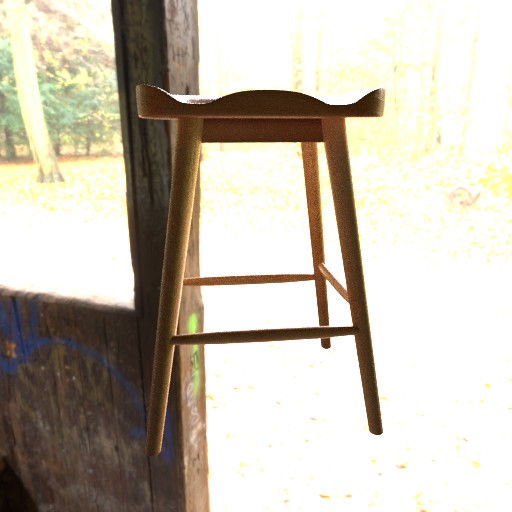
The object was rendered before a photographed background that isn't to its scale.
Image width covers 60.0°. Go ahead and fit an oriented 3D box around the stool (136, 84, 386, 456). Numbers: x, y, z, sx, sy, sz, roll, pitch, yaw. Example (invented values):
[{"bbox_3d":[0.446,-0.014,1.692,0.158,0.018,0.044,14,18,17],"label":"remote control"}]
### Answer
[{"bbox_3d":[0.000,0.000,0.883,0.440,0.615,0.361,-2,17,-7],"label":"stool"}]
